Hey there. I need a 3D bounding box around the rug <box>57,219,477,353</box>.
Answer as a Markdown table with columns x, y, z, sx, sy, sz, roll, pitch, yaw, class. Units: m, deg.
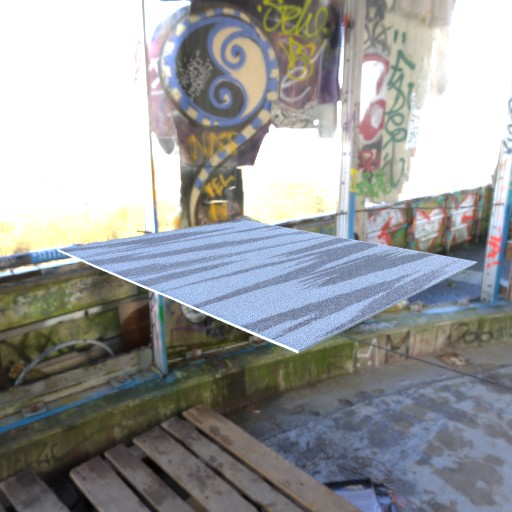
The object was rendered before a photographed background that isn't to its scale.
| x | y | z | sx | sy | sz | roll | pitch | yaw | class |
| --- | --- | --- | --- | --- | --- | --- | --- | --- | --- |
| 0.000 | 0.000 | 3.944 | 2.353 | 0.014 | 2.945 | -14 | 20 | -43 | rug |
